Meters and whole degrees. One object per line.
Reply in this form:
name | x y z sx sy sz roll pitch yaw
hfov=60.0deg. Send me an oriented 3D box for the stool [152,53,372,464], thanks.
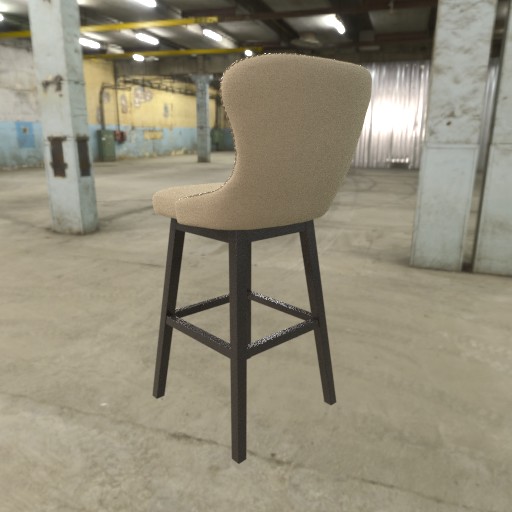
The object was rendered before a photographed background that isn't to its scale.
stool | 0.000 0.000 1.378 0.528 1.066 0.605 -13 20 -41
